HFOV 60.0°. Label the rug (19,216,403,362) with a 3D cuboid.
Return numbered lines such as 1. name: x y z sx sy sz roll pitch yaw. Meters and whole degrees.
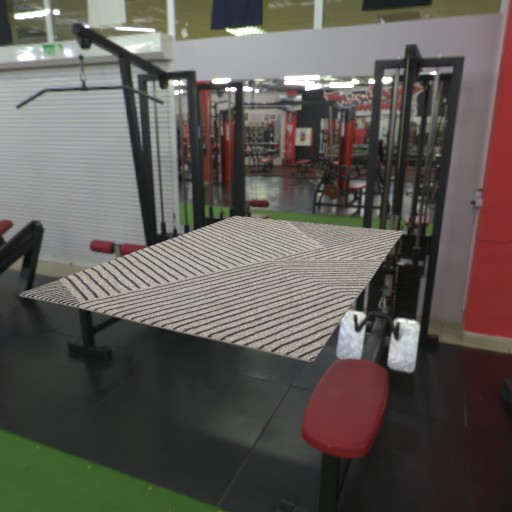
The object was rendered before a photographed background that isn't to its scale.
1. rug: 0.000 0.000 2.313 1.237 0.019 1.842 7 18 24
